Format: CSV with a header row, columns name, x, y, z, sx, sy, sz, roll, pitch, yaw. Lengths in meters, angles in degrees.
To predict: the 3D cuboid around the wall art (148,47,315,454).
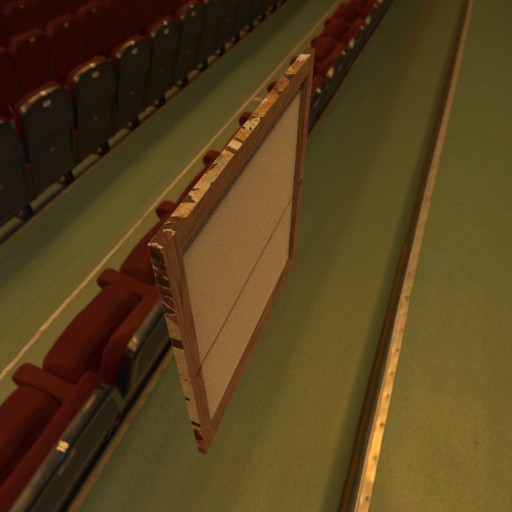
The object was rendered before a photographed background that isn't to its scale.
name,x,y,z,sx,sy,sz,roll,pitch,yaw
wall art,0.000,0.000,1.133,0.028,0.762,0.757,16,48,15
